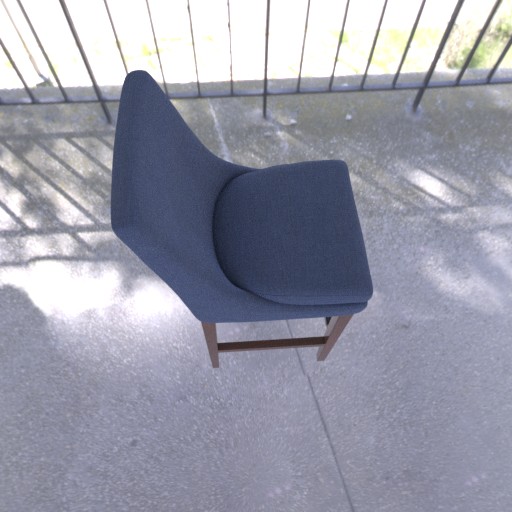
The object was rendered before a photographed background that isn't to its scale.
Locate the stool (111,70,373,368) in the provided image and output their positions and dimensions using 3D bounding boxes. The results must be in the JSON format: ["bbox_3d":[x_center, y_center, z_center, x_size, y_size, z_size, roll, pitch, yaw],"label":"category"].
[{"bbox_3d":[0.000,0.000,1.356,0.577,1.078,0.470,-4,63,-2],"label":"stool"}]
